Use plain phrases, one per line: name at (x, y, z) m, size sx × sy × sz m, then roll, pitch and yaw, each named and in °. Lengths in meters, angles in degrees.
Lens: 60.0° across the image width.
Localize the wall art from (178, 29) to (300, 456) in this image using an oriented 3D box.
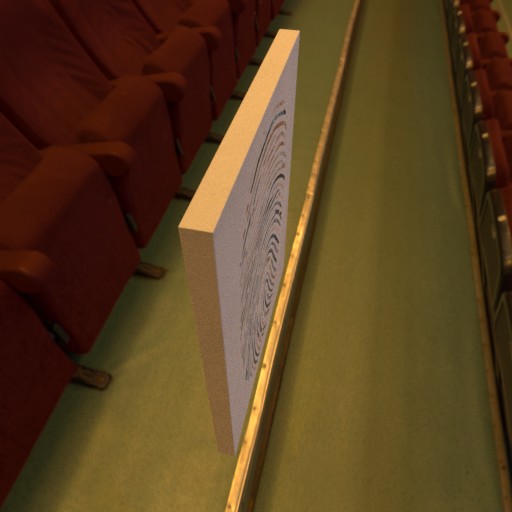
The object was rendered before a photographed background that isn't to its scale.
wall art at (0.000, 0.000, 0.812) m, size 0.037 × 0.606 × 0.508 m, roll 10°, pitch 48°, yaw 9°
